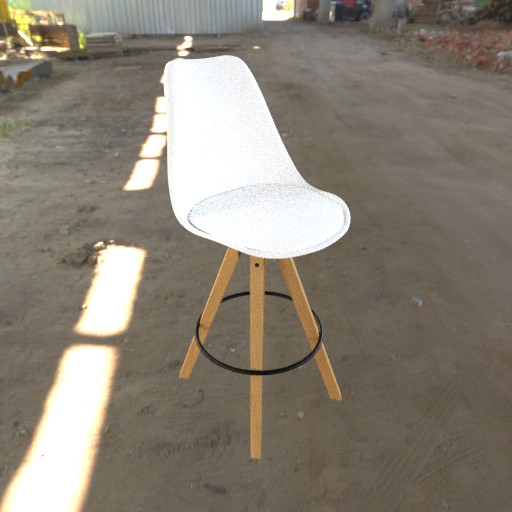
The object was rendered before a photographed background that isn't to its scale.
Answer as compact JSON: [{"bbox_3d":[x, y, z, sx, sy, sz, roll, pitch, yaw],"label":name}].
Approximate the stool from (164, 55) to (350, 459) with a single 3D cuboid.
[{"bbox_3d":[0.000,0.000,1.404,0.482,1.115,0.549,-22,36,-33],"label":"stool"}]
